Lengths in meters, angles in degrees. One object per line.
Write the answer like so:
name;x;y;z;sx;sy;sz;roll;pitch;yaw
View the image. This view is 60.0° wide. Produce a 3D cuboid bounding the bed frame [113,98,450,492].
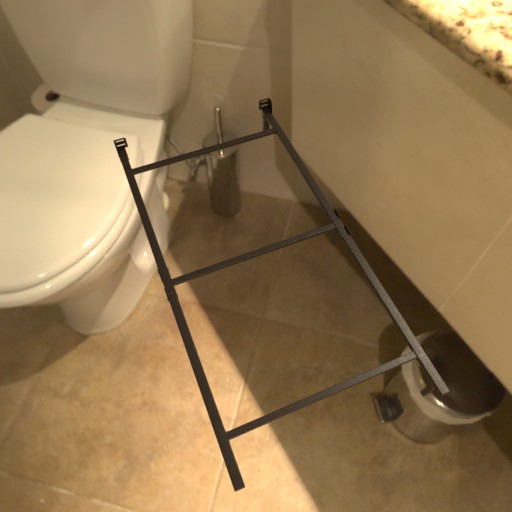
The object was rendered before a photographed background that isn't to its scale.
bed frame;0.000;0.000;2.243;0.968;0.248;1.897;-19;60;-12
